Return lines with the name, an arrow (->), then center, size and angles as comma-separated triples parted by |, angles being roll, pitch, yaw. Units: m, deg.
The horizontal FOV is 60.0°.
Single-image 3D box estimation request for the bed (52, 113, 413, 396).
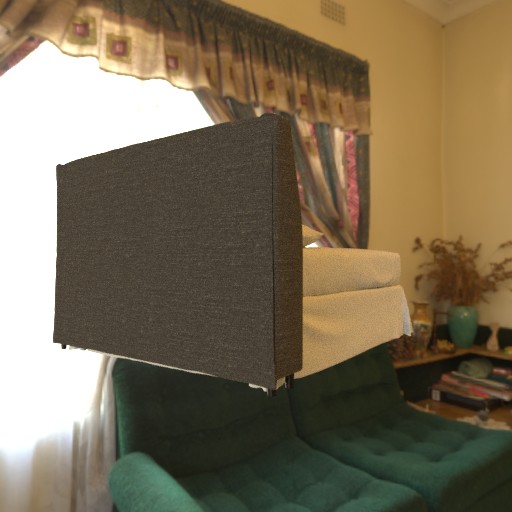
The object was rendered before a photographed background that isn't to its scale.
bed -> 0.000, 0.000, 3.478 | 1.925, 1.332, 2.276 | 0, -1, 37
